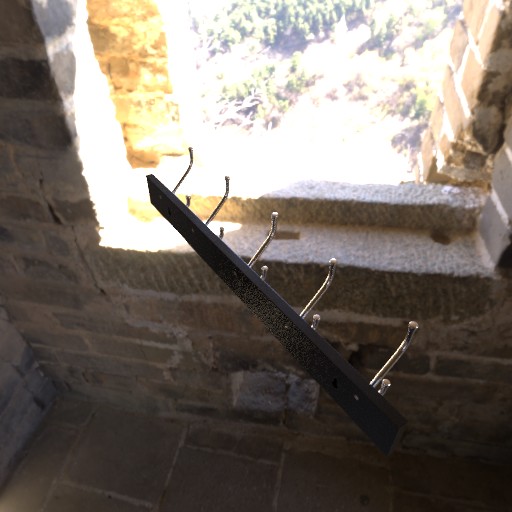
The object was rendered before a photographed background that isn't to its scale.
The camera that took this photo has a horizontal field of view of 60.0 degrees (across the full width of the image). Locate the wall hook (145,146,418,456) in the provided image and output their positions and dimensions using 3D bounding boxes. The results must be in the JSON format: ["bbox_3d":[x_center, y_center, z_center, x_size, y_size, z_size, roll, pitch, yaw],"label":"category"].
[{"bbox_3d":[0.000,0.000,0.616,0.071,0.117,0.571,-25,47,-26],"label":"wall hook"}]
